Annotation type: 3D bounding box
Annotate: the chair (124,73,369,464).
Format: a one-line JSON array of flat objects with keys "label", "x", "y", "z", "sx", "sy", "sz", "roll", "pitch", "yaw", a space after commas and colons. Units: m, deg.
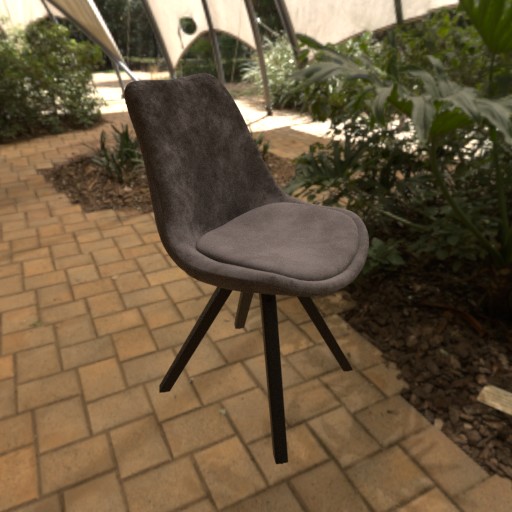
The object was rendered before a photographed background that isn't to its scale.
[{"label": "chair", "x": 0.000, "y": 0.000, "z": 1.163, "sx": 0.550, "sy": 0.850, "sz": 0.485, "roll": 17, "pitch": 32, "yaw": 30}]
